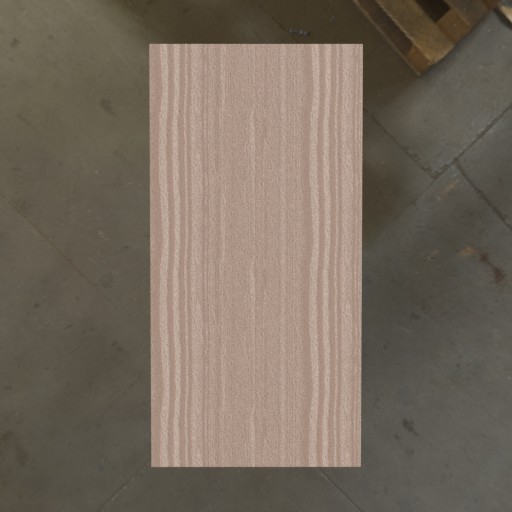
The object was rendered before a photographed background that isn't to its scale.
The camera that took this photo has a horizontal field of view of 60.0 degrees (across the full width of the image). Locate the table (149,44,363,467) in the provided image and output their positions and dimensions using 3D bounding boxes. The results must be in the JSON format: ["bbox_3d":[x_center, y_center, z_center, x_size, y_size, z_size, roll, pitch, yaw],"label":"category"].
[{"bbox_3d":[0.000,0.000,1.480,0.600,0.450,1.200,0,91,0],"label":"table"}]
